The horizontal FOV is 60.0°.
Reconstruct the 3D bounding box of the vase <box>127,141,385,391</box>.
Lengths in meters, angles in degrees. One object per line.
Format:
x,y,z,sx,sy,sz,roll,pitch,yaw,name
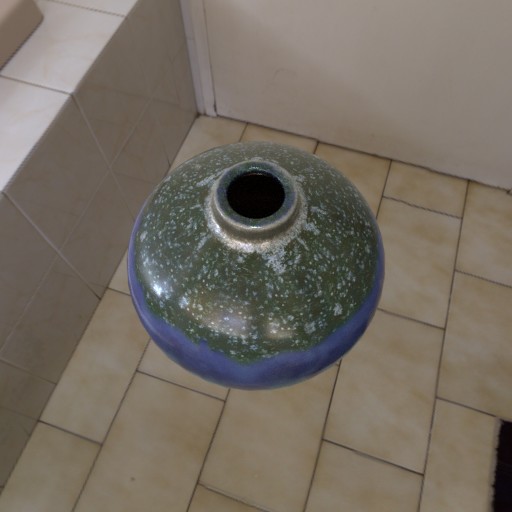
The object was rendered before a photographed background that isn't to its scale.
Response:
0.000,0.000,0.266,0.154,0.133,0.154,0,64,0,vase
